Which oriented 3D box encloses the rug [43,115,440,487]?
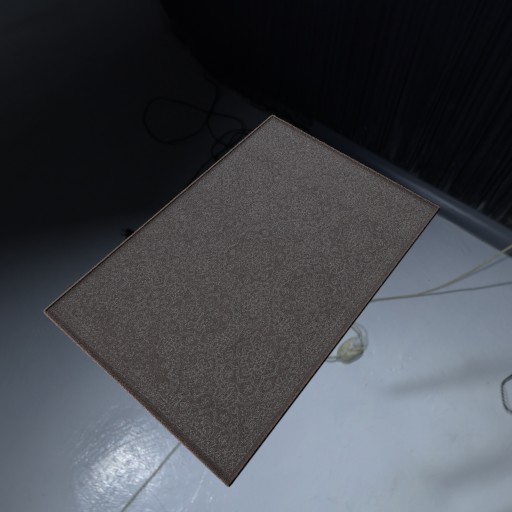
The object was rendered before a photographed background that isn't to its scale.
[{"bbox_3d":[0.000,0.000,2.936,1.524,0.011,2.286,35,65,19],"label":"rug"}]
